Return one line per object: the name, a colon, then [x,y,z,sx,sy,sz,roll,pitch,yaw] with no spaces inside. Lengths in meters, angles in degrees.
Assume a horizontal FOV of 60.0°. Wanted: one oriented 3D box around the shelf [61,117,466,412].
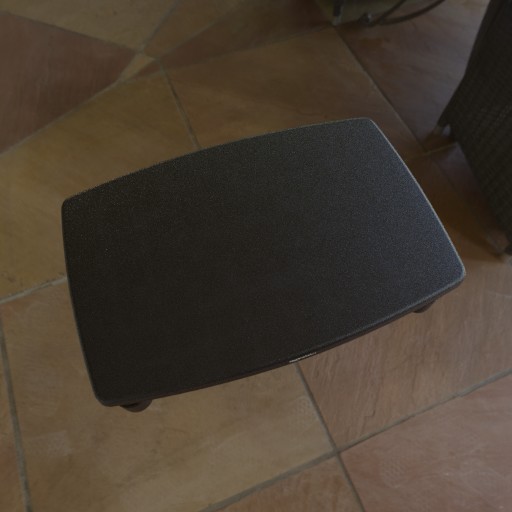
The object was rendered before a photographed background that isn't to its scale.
shelf: [0.000,0.000,0.528,0.410,0.100,0.280,-17,64,-9]
